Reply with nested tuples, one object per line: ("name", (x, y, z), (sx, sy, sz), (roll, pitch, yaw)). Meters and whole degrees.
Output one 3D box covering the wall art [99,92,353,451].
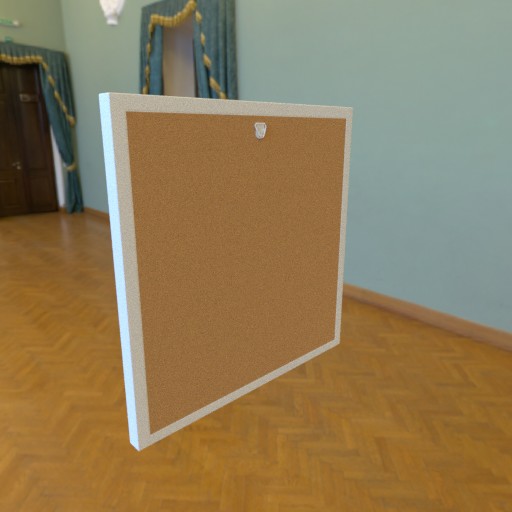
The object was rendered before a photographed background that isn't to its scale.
("wall art", (0.000, 0.000, 1.160), (0.761, 0.762, 0.050), (-15, 21, -42))
